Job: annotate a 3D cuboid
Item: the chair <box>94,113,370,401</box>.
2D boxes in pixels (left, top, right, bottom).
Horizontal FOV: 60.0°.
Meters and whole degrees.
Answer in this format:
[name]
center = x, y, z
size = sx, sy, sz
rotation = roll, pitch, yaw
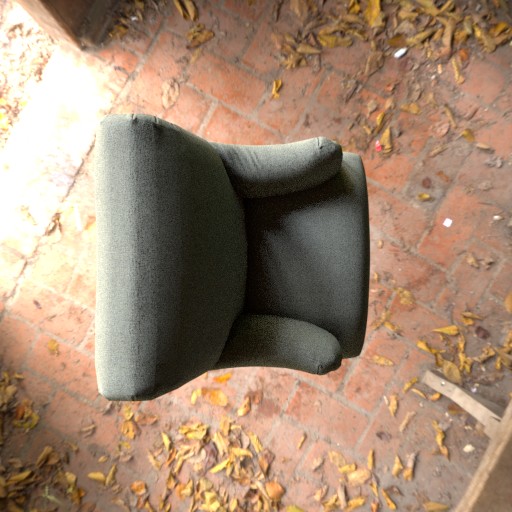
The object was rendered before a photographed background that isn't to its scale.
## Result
[chair]
center = 0.000, 0.000, 1.940
size = 1.060, 1.178, 0.964
rotation = 0, 91, -1
